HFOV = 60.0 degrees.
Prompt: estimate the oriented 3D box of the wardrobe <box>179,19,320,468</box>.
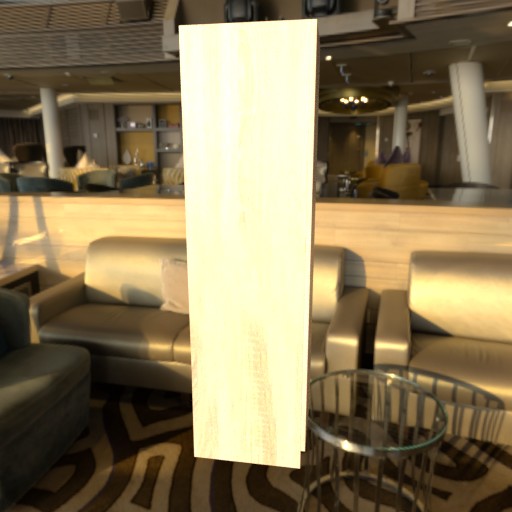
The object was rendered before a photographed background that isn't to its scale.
[{"bbox_3d":[0.000,0.000,2.328,0.588,2.117,0.496,2,13,9],"label":"wardrobe"}]
